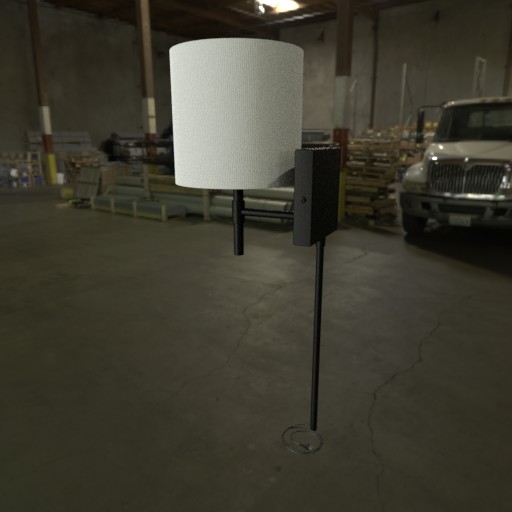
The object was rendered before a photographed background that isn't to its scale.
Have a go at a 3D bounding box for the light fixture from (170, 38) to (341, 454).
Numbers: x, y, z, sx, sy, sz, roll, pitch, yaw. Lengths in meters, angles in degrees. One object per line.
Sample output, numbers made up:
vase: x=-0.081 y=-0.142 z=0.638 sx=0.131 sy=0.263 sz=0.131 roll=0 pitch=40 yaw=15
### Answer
light fixture: x=0.000 y=0.000 z=0.691 sx=0.248 sy=0.589 sz=0.188 roll=7 pitch=16 yaw=25
